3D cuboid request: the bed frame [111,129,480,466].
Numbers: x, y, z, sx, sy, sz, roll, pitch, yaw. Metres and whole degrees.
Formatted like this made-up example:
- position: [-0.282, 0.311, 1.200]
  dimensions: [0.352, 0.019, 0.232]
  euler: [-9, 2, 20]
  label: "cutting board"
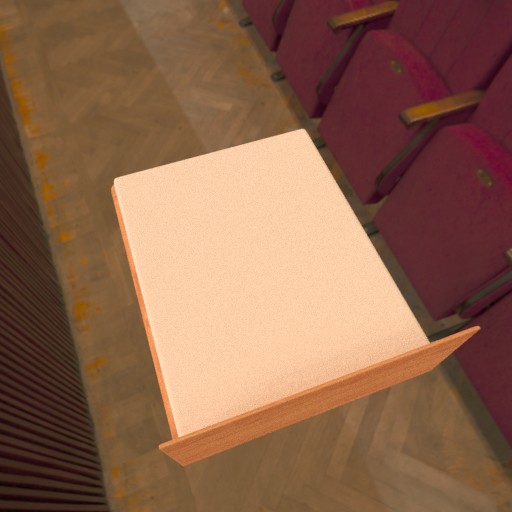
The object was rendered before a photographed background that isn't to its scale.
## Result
- position: [0.000, 0.000, 2.998]
  dimensions: [1.660, 0.940, 2.092]
  euler: [-17, 61, -10]
  label: "bed frame"
